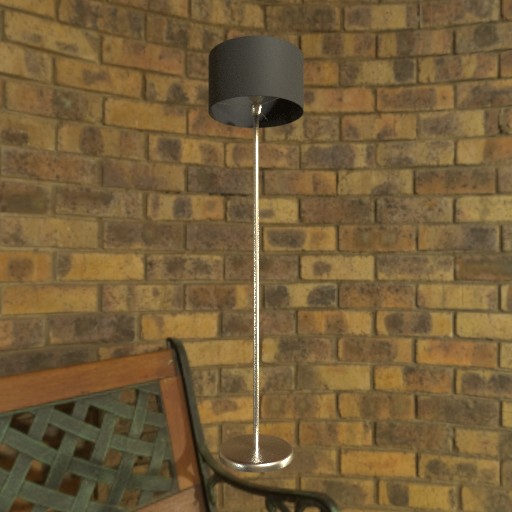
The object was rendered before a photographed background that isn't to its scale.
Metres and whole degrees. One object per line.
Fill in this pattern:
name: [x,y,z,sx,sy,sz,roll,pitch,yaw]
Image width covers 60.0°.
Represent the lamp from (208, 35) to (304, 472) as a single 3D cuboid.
lamp: [0.000,0.000,1.618,0.348,1.443,0.348,0,-1,16]
